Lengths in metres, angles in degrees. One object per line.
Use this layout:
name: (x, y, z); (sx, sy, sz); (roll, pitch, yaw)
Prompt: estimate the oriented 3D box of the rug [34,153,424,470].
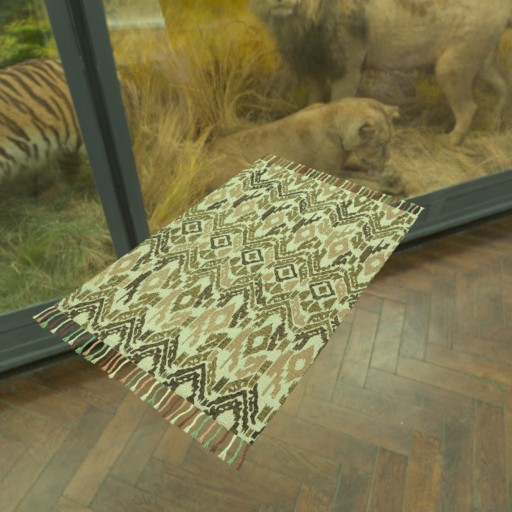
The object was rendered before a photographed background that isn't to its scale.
rug: (0.000, 0.000, 3.020); (1.524, 0.008, 2.438); (25, 48, 26)
